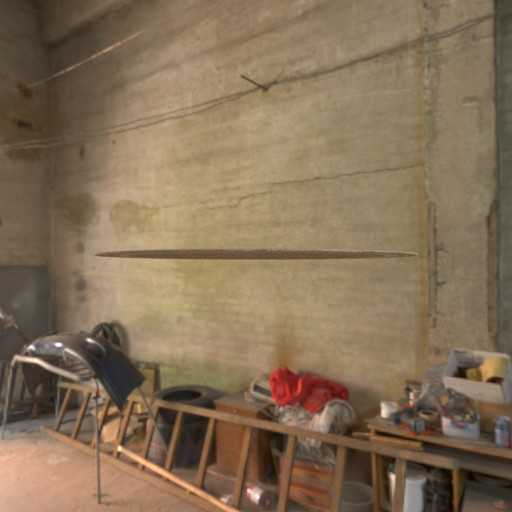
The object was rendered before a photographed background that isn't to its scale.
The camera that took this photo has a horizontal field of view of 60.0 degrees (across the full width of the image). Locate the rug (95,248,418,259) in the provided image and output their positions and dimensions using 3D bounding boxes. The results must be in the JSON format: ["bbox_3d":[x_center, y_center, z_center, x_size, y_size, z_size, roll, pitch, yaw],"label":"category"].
[{"bbox_3d":[0.000,0.000,3.568,2.444,0.015,2.444,0,-2,0],"label":"rug"}]
